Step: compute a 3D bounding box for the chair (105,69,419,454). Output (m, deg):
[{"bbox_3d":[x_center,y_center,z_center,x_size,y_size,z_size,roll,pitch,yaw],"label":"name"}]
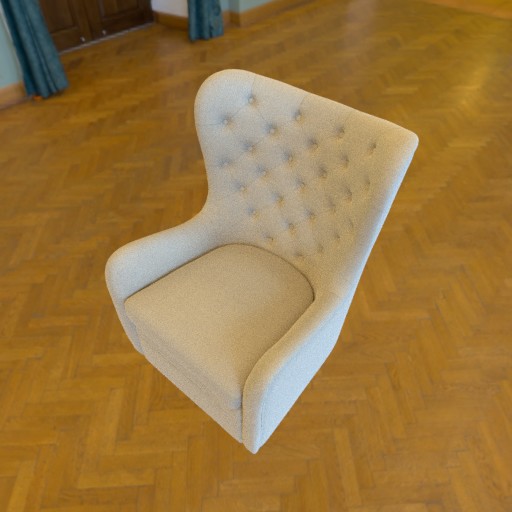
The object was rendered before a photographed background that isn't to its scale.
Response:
[{"bbox_3d":[0.000,0.000,1.739,0.831,1.079,0.929,32,53,27],"label":"chair"}]
